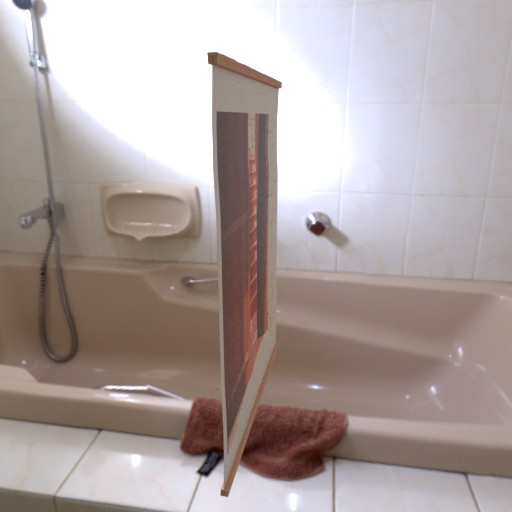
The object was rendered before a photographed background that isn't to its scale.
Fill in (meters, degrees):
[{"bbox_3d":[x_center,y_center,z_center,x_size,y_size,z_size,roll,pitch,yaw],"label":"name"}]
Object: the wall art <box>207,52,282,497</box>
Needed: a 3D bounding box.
[{"bbox_3d":[0.000,0.000,1.298,0.020,1.013,0.758,4,18,11],"label":"wall art"}]
